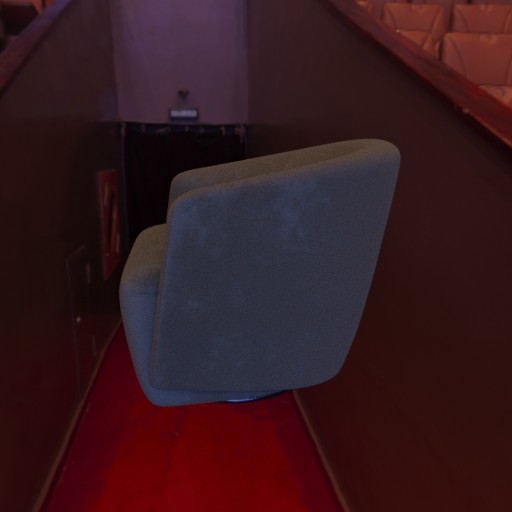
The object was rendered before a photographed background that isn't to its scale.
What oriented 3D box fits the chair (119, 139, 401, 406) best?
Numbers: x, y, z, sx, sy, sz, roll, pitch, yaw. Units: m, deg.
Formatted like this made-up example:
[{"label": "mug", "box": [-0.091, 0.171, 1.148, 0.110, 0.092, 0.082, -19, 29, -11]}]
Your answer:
[{"label": "chair", "box": [0.000, 0.000, 1.364, 0.767, 0.698, 0.773, -2, 14, -10]}]
